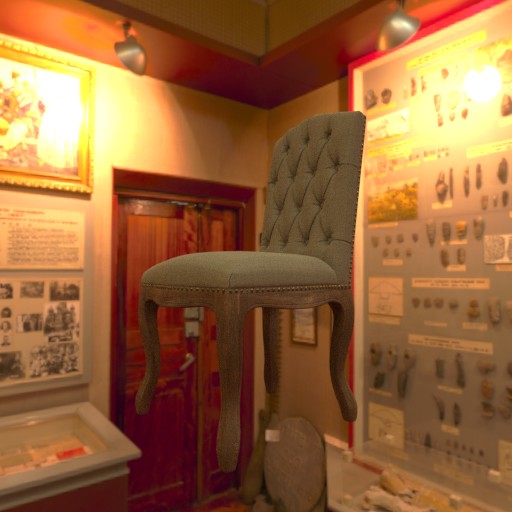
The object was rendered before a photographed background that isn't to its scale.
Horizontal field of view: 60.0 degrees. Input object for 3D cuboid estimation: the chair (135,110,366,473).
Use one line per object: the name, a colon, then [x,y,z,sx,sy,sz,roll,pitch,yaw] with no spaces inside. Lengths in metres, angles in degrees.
chair: [0.000,0.000,1.652,0.731,1.191,0.637,1,-2,-37]
